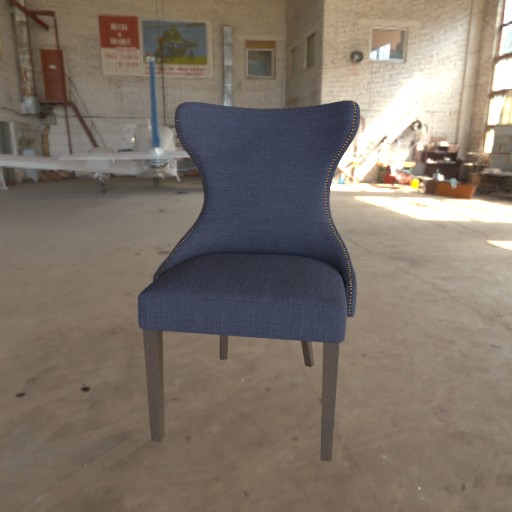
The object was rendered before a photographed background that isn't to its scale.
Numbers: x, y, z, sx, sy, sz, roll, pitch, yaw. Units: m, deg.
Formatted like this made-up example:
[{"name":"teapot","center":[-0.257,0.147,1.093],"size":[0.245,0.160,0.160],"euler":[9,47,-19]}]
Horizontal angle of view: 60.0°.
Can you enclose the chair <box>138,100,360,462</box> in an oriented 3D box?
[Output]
[{"name":"chair","center":[0.000,0.000,1.407],"size":[0.628,0.967,0.635],"euler":[2,15,9]}]
